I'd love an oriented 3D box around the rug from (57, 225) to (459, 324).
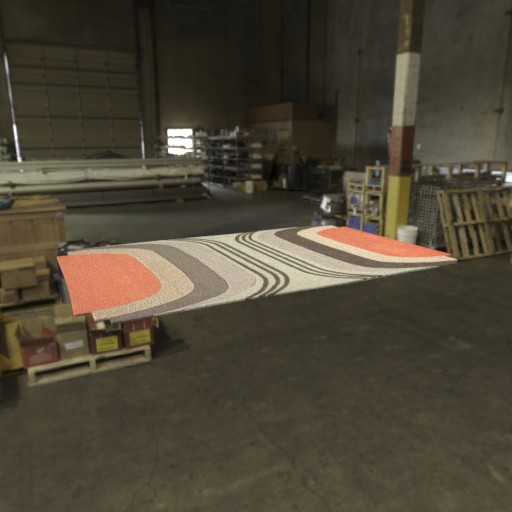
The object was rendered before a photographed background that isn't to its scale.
[{"bbox_3d":[0.000,0.000,3.042,2.446,0.017,1.530,-7,16,-26],"label":"rug"}]
